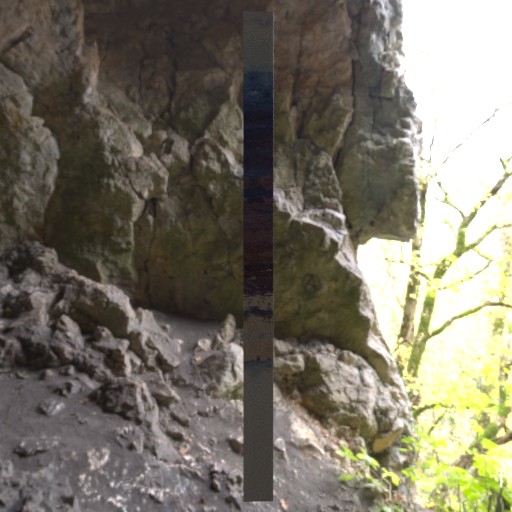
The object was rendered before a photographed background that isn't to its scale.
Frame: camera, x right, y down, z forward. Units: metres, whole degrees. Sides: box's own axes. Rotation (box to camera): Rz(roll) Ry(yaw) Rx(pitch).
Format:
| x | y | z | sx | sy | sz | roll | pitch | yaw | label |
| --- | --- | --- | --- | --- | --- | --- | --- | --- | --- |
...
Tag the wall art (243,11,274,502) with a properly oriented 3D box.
| x | y | z | sx | sy | sz | roll | pitch | yaw | label |
| --- | --- | --- | --- | --- | --- | --- | --- | --- | --- |
| 0.000 | 0.000 | 0.743 | 0.036 | 0.581 | 0.437 | 0 | 1 | -1 | wall art |
